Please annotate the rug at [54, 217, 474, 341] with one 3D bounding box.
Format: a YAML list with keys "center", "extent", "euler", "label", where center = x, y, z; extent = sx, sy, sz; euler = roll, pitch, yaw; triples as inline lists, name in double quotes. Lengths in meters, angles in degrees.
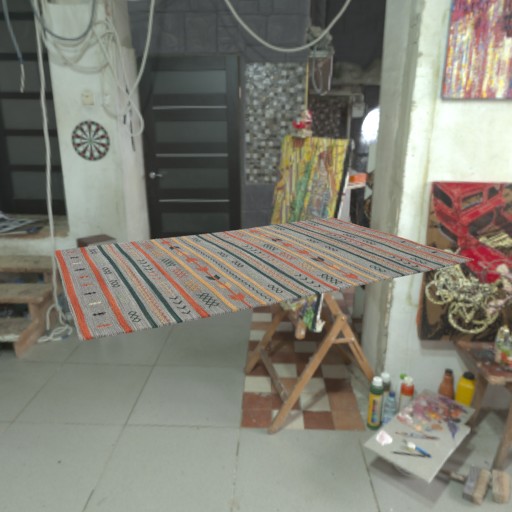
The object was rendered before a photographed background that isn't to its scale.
- center: [0.000, 0.000, 3.016]
  extent: [2.439, 0.029, 1.537]
  euler: [-9, 19, -26]
  label: "rug"
